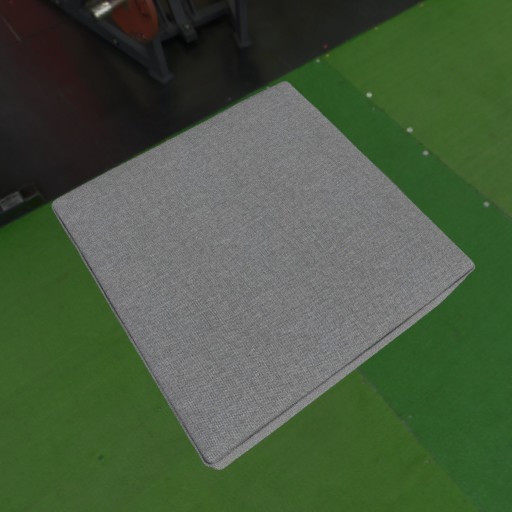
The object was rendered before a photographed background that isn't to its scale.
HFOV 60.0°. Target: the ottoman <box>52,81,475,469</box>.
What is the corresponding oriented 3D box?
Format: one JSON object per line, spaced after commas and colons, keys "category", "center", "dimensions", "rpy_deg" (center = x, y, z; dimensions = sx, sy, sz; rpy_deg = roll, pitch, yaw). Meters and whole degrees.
{"category": "ottoman", "center": [0.000, 0.000, 1.589], "dimensions": [1.023, 0.423, 1.017], "rpy_deg": [-32, 68, -15]}
